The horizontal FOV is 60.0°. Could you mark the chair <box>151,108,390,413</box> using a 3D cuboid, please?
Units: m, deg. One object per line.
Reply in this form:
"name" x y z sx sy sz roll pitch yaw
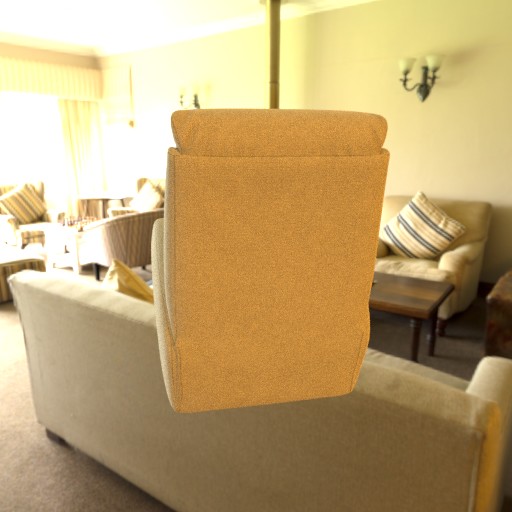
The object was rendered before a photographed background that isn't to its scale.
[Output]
"chair" 0.000 0.000 1.699 0.812 1.015 0.941 -3 14 -11
